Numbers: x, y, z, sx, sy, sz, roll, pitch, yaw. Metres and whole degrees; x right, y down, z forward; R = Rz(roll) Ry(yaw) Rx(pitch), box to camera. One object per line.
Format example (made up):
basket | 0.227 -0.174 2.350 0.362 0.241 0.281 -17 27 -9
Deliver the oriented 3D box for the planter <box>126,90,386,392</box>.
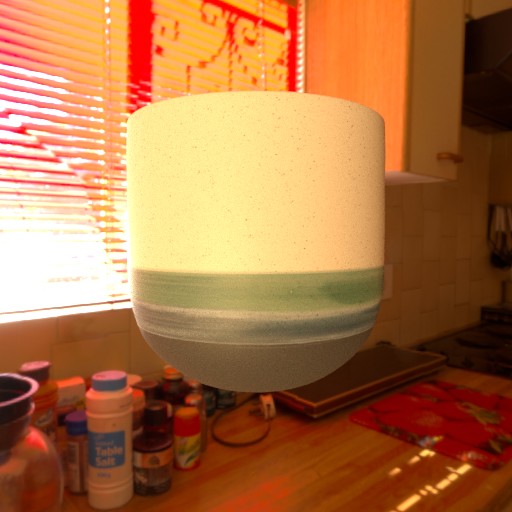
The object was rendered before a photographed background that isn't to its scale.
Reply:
planter | 0.000 0.000 0.482 0.268 0.270 0.268 0 3 0
